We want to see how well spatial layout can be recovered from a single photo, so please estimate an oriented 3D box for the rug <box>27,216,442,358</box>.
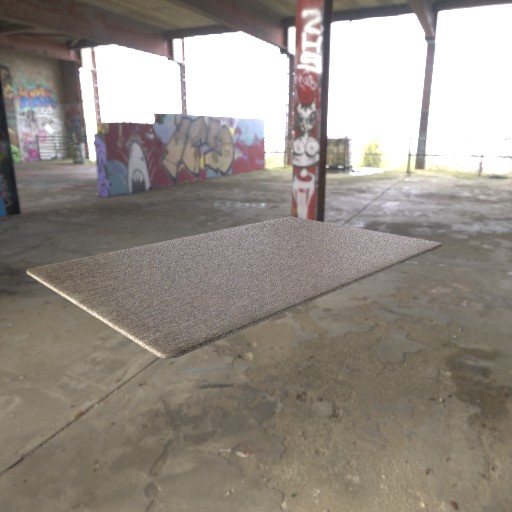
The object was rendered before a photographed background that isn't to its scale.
[{"bbox_3d":[0.000,0.000,3.020,2.469,0.024,1.539,-15,22,-43],"label":"rug"}]
